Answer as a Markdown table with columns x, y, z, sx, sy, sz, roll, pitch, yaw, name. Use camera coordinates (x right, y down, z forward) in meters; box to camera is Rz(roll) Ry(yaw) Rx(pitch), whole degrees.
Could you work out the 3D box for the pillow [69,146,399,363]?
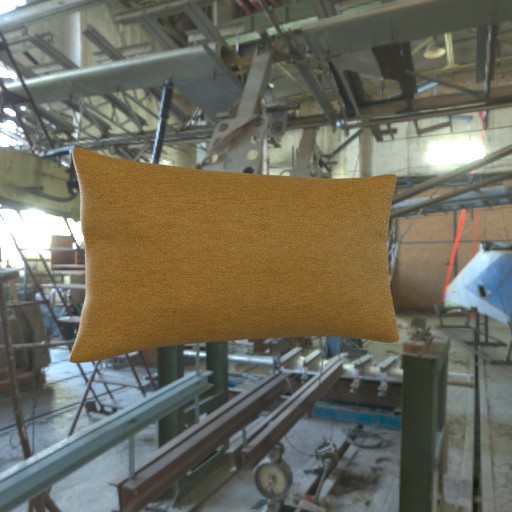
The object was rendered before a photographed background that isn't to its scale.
| x | y | z | sx | sy | sz | roll | pitch | yaw | name |
| --- | --- | --- | --- | --- | --- | --- | --- | --- | --- |
| 0.000 | 0.000 | 0.816 | 0.634 | 0.354 | 0.210 | 0 | -1 | -19 | pillow |
